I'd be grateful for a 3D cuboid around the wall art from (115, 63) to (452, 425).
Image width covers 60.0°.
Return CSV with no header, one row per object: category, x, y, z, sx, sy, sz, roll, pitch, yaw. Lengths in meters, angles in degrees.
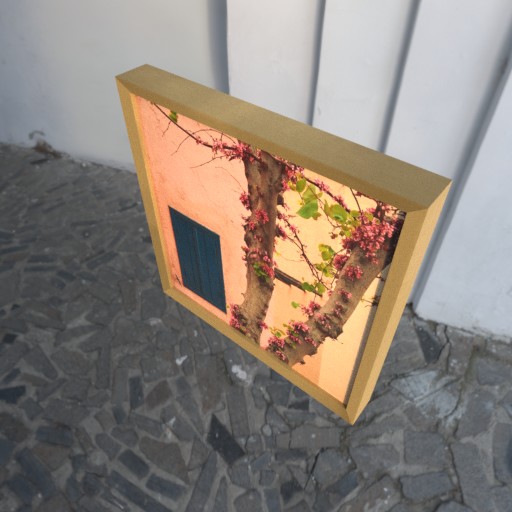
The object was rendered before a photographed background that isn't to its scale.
wall art,0.000,0.000,0.458,0.304,0.305,0.038,30,52,27
